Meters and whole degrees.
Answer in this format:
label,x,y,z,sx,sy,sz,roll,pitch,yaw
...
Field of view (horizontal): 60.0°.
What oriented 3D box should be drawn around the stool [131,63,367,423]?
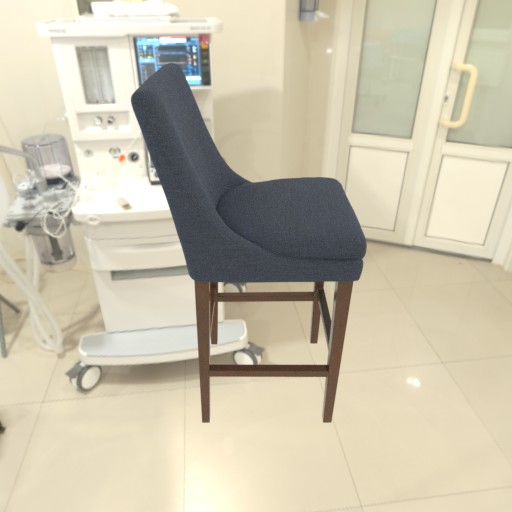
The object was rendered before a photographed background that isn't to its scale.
label,x,y,z,sx,sy,sz,roll,pitch,yaw
stool,0.000,0.000,1.402,0.577,1.078,0.470,0,32,0
